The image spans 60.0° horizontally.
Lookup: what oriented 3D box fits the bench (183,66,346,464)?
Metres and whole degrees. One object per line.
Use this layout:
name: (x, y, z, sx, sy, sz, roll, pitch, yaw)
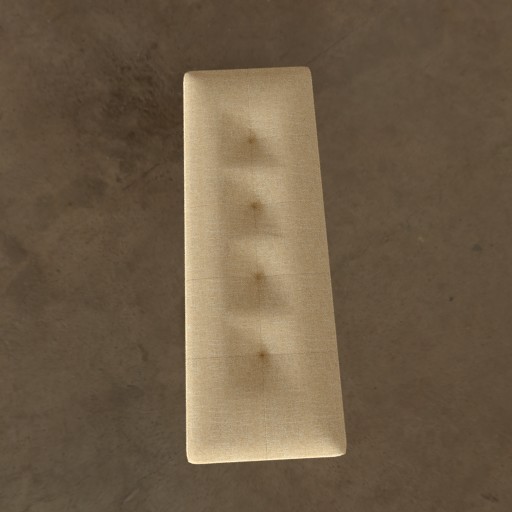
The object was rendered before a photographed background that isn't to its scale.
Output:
bench: (0.000, 0.000, 1.497, 0.432, 0.406, 1.219, -3, 75, -1)
